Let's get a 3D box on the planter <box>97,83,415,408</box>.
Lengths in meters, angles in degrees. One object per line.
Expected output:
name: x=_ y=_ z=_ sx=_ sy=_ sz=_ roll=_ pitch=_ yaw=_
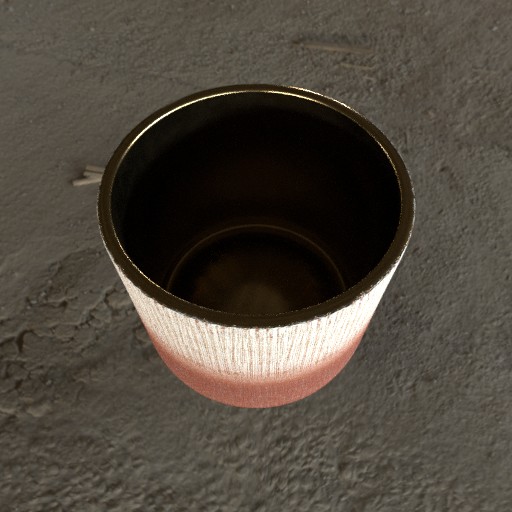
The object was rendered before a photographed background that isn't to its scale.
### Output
planter: x=0.000 y=0.000 z=0.444 sx=0.254 sy=0.221 sz=0.254 roll=0 pitch=58 yaw=0
